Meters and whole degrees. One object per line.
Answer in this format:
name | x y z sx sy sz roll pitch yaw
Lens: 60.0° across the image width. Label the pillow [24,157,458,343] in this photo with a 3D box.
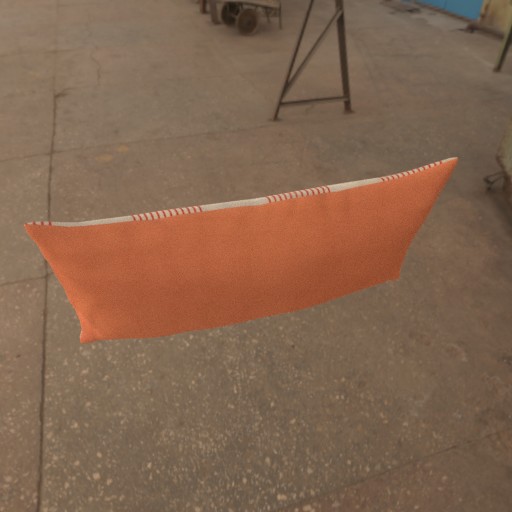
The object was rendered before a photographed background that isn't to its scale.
pillow | 0.000 0.000 0.712 0.608 0.292 0.156 -10 41 -12
